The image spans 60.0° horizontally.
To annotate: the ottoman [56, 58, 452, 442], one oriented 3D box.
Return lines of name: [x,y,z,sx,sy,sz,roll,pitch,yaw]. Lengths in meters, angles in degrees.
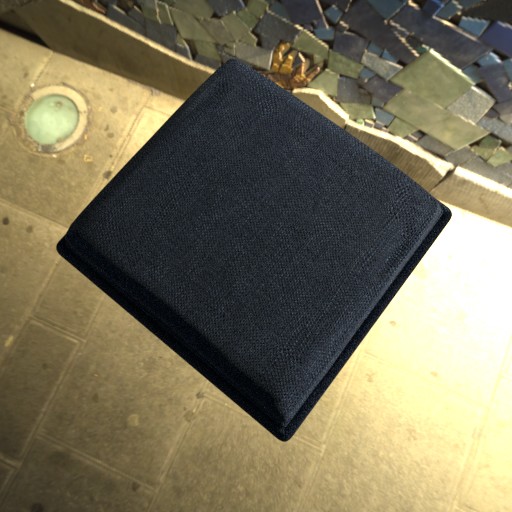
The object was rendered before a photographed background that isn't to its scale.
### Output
ottoman: [0.000,0.000,0.847,0.454,0.493,0.436,38,79,8]
